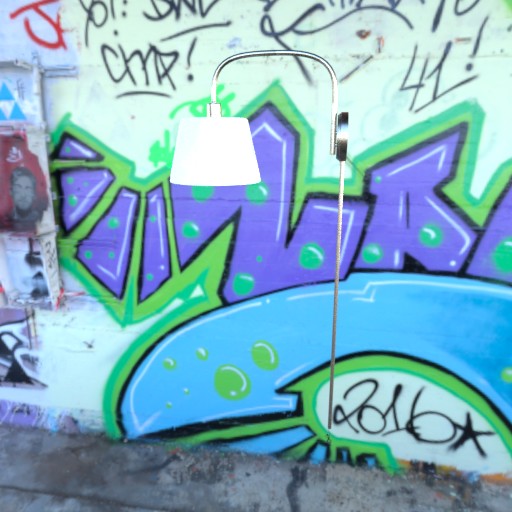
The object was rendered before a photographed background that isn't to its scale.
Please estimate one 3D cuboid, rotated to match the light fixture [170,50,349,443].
[{"bbox_3d":[0.000,0.000,0.468,0.176,0.399,0.092,2,15,9],"label":"light fixture"}]
